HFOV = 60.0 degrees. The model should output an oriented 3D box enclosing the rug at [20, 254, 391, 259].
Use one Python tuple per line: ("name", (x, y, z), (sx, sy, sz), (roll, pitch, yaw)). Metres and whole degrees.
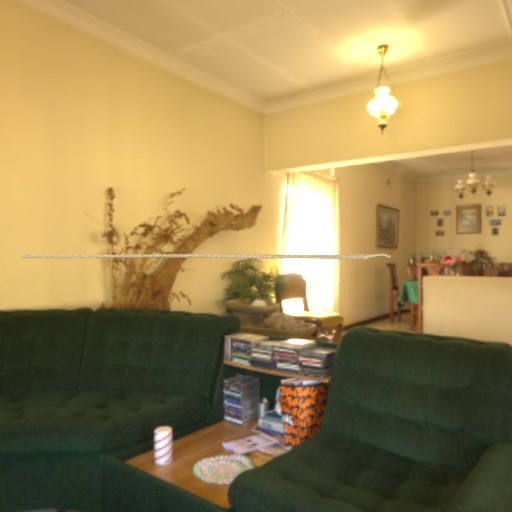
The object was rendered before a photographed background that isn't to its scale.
("rug", (0.000, 0.000, 2.936), (1.624, 0.030, 2.264), (0, 0, 20))
